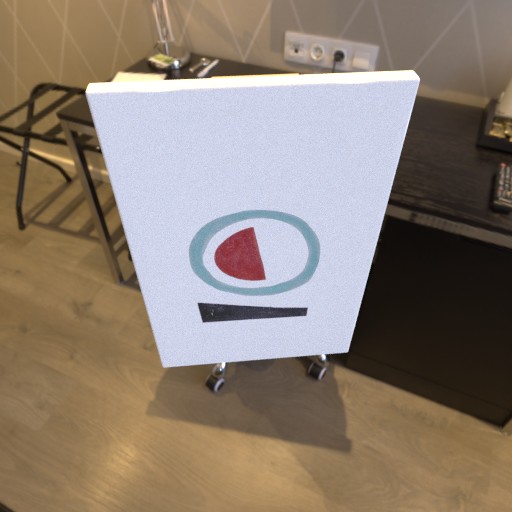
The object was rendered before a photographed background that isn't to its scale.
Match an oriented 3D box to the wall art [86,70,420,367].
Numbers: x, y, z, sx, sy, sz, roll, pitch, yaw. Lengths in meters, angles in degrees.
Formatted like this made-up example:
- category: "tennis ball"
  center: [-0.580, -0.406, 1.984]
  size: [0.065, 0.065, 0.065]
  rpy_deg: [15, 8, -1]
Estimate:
- category: "wall art"
  center: [0.000, 0.000, 1.122]
  size: [0.602, 0.902, 0.048]
  rpy_deg: [-4, 45, -4]
